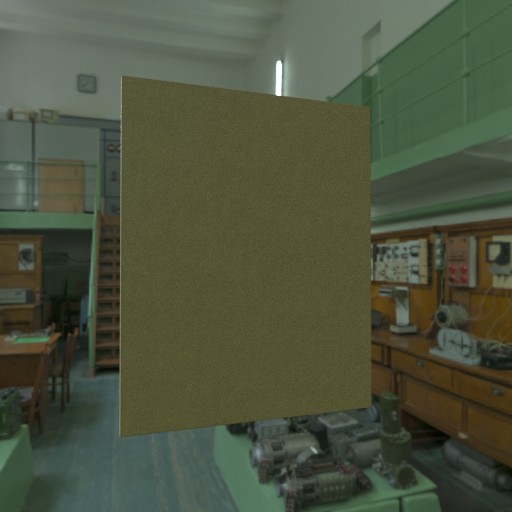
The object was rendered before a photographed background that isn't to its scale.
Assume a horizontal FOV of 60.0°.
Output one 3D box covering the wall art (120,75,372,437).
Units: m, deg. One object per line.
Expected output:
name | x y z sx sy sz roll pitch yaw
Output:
wall art | 0.000 0.000 1.365 0.798 1.002 0.030 0 -1 -18
